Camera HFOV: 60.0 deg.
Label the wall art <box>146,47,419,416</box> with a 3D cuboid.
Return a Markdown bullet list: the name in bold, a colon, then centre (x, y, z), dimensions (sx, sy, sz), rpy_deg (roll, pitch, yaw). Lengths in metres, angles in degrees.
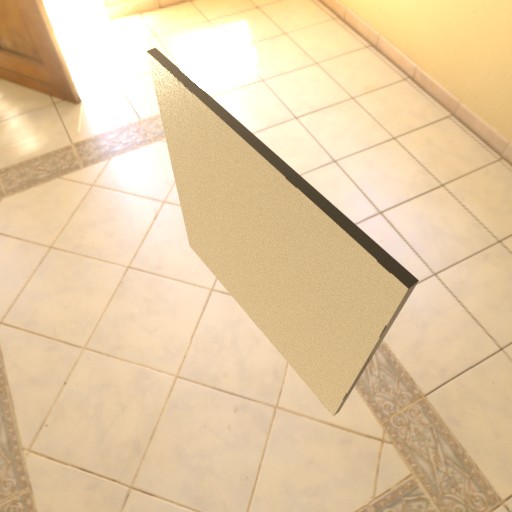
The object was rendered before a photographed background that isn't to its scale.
- **wall art**: centre (0.000, 0.000, 0.665), dimensions (0.014, 0.445, 0.446), rpy_deg (-33, 63, -20)
